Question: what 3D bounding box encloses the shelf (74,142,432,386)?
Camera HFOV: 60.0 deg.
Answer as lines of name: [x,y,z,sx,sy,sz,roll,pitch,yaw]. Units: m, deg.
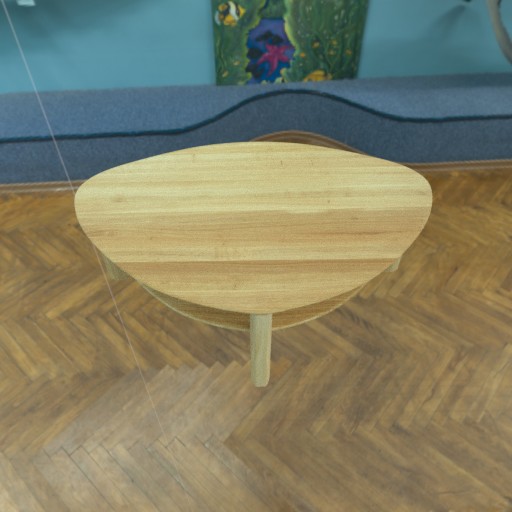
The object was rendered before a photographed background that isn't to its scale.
shelf: [0.000,0.000,1.637,1.246,0.440,0.845,-2,46,-2]
